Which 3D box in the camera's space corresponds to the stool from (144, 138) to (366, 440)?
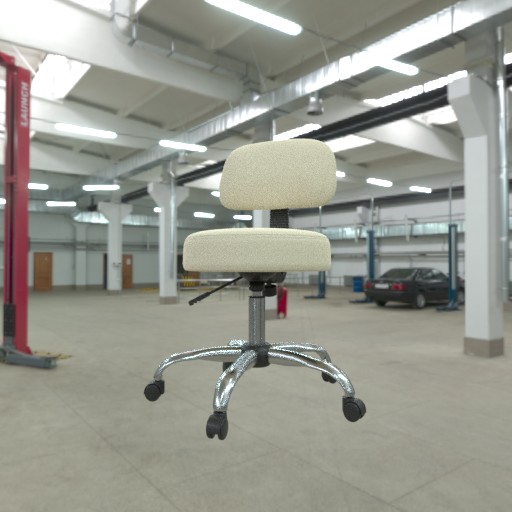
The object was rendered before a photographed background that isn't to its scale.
[{"bbox_3d":[0.000,0.000,1.248,0.609,0.810,0.616,0,-1,17],"label":"stool"}]
